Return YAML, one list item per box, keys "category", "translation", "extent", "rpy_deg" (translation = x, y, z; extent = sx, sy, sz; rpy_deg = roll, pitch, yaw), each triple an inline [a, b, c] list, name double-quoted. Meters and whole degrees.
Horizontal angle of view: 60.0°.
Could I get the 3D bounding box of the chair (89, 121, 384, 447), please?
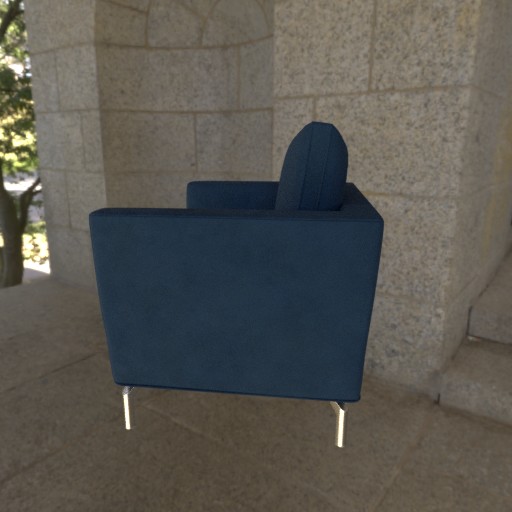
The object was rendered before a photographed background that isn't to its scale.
- category: "chair"
  translation: [0.000, 0.000, 1.589]
  extent: [0.746, 0.893, 0.977]
  rpy_deg: [2, 14, 8]
